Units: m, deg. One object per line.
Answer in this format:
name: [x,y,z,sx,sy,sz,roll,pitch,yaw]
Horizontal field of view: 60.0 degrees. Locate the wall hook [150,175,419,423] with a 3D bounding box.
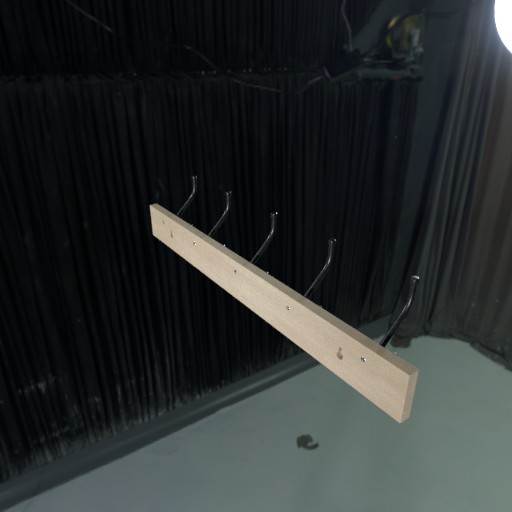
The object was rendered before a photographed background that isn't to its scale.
wall hook: [0.000,0.000,0.629,0.071,0.117,0.571,-18,31,-32]
